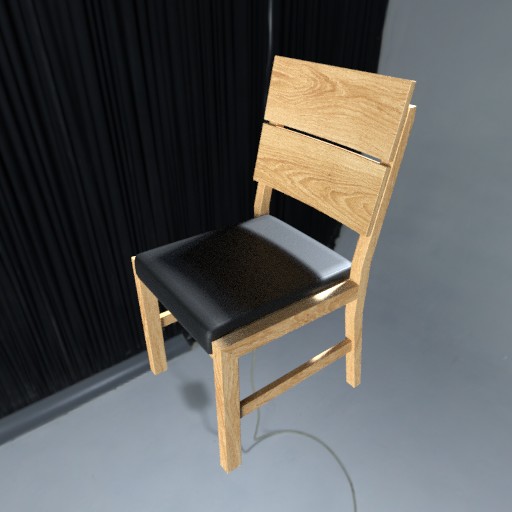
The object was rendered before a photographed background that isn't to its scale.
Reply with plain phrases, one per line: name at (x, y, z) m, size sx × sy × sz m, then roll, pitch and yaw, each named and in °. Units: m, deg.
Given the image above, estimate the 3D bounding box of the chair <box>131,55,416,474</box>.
chair at (0.000, 0.000, 1.251) m, size 0.569 × 0.950 × 0.475 m, roll -22°, pitch 38°, yaw -31°
